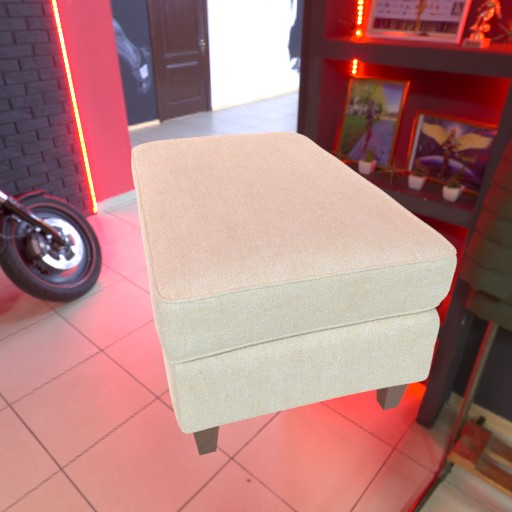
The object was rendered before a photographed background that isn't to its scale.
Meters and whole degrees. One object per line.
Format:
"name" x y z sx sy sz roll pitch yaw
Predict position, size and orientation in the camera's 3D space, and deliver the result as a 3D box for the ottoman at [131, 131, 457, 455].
"ottoman" 0.000 0.000 1.207 0.583 0.484 0.862 -9 32 -14
